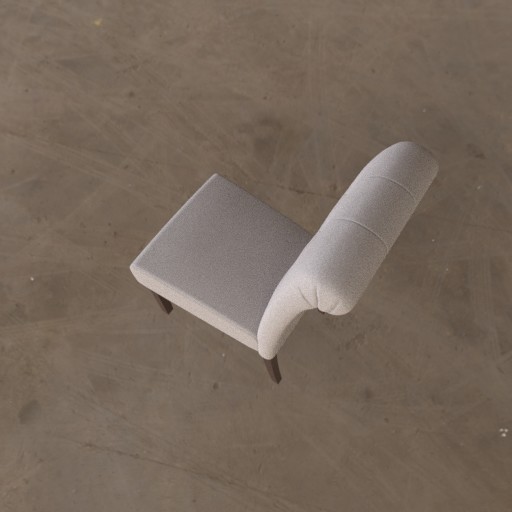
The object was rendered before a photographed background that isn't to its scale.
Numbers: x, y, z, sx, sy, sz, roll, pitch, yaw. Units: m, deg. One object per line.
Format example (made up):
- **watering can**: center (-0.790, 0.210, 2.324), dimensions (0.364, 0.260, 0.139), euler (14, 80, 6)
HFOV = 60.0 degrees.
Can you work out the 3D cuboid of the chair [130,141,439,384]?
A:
- **chair**: center (0.000, 0.000, 1.338), dimensions (0.671, 1.006, 0.456), euler (31, 66, 15)
